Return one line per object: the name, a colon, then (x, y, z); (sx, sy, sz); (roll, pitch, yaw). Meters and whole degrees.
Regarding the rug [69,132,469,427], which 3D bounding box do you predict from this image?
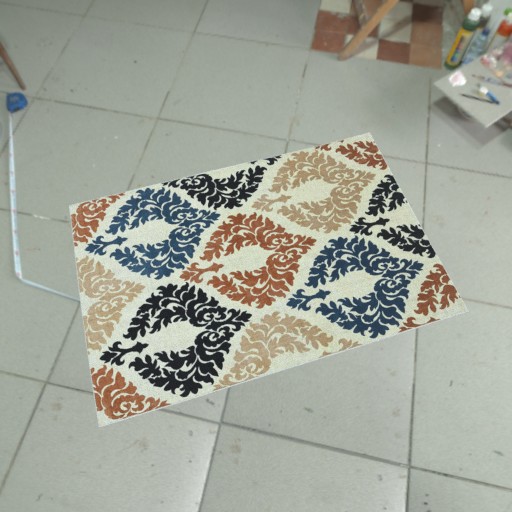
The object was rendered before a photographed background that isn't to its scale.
rug: (0.000, 0.000, 2.897); (2.275, 0.014, 1.514); (-15, 64, -8)
